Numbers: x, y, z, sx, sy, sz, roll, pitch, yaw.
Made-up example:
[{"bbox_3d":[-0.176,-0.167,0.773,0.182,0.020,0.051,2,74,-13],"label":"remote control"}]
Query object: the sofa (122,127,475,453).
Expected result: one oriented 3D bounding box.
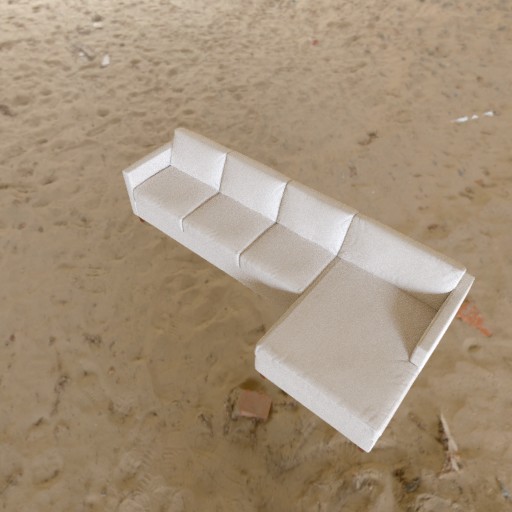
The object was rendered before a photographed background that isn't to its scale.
[{"bbox_3d":[0.000,0.000,4.212,3.471,0.954,1.606,31,55,25],"label":"sofa"}]
